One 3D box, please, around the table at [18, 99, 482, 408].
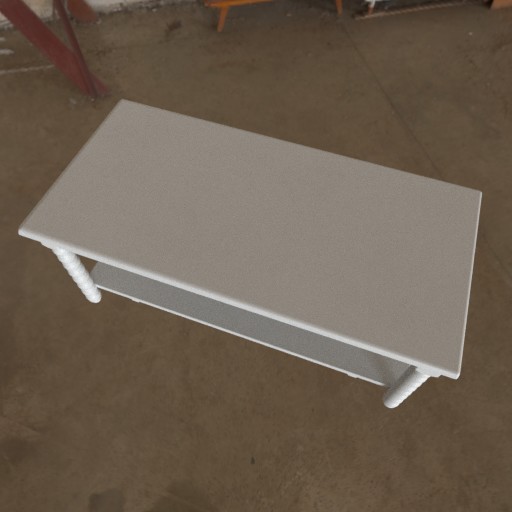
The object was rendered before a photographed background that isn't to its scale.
[{"bbox_3d":[0.000,0.000,1.434,1.171,0.487,0.580,17,60,10],"label":"table"}]
